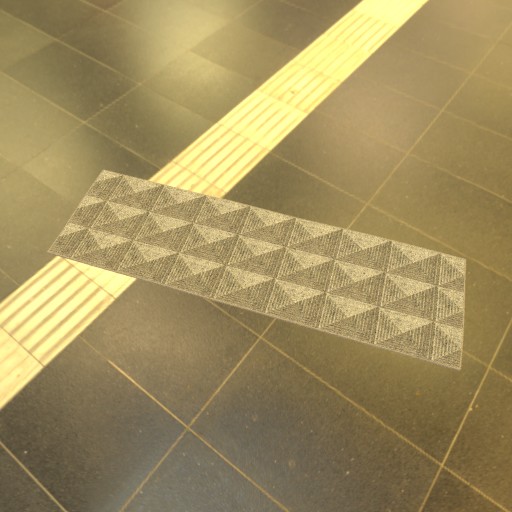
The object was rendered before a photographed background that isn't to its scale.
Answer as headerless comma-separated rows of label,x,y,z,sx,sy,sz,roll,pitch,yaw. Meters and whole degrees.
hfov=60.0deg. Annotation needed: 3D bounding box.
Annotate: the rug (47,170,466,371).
rug,0.000,0.000,2.387,2.182,0.015,0.645,15,58,10
